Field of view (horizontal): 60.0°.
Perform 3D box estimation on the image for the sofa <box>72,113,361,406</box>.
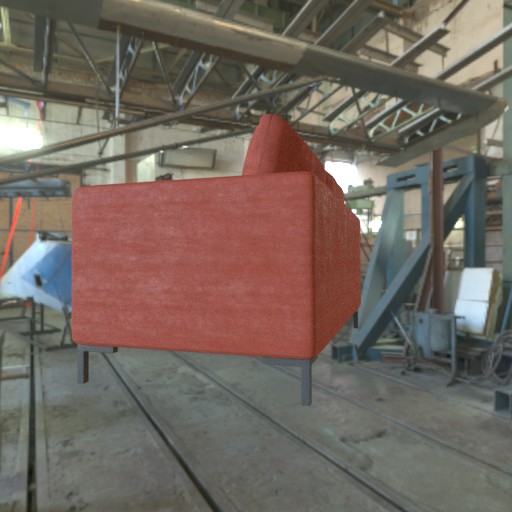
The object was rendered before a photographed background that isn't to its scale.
[{"bbox_3d":[0.000,0.000,2.112,0.864,0.896,1.574,0,0,18],"label":"sofa"}]
